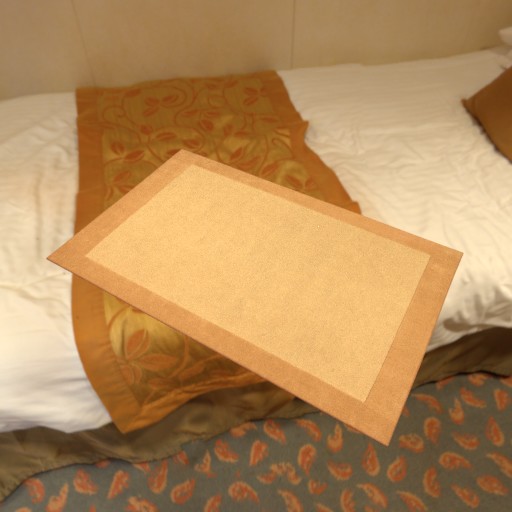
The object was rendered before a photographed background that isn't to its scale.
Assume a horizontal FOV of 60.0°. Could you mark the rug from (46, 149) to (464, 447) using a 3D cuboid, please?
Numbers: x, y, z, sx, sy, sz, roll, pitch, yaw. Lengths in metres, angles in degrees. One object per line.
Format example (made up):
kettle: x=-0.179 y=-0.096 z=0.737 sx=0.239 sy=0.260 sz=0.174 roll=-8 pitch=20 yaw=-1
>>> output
rug: x=0.000 y=0.000 z=3.051 sx=2.438 sy=0.014 sz=1.524 roll=24 pitch=52 yaw=20
